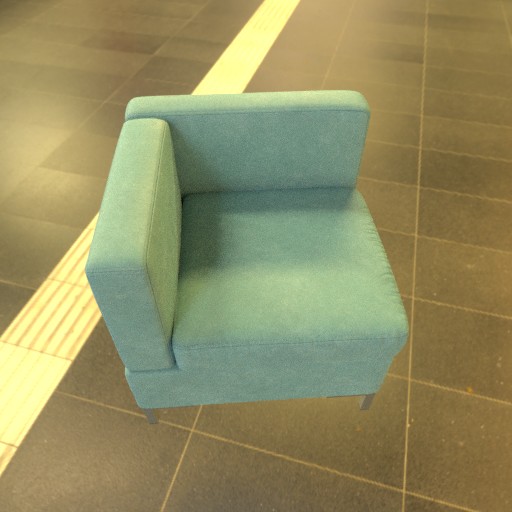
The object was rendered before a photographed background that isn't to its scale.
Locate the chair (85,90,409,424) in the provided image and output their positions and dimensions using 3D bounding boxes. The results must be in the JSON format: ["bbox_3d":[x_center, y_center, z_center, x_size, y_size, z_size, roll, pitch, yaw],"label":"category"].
[{"bbox_3d":[0.000,0.000,1.239,0.680,0.660,0.680,-3,47,-3],"label":"chair"}]
